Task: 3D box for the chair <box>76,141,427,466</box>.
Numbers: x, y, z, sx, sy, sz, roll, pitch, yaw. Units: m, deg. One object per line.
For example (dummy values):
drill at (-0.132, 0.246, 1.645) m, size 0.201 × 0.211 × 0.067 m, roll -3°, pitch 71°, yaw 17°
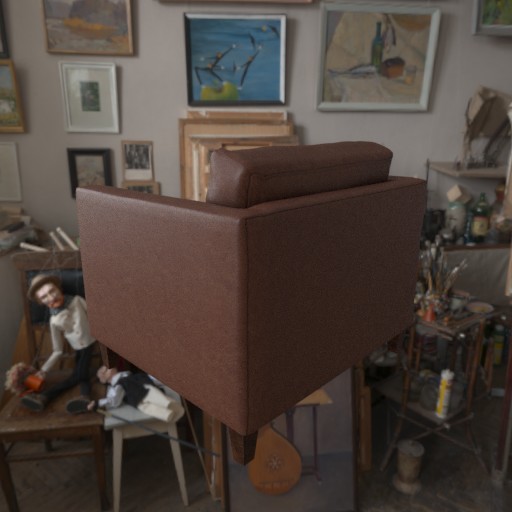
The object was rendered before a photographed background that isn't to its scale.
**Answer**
chair at (0.000, 0.000, 1.828) m, size 0.959 × 0.917 × 1.107 m, roll 15°, pitch 22°, yaw 42°
